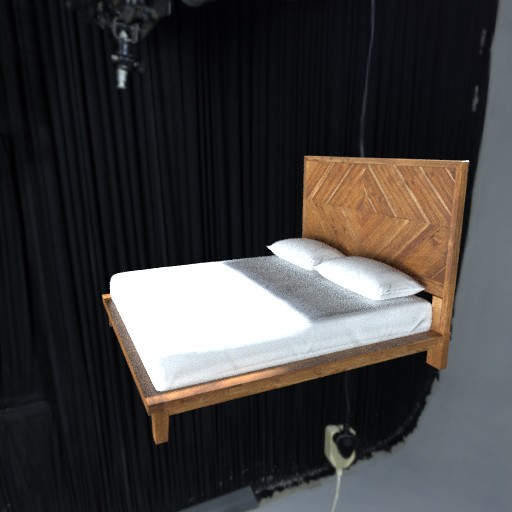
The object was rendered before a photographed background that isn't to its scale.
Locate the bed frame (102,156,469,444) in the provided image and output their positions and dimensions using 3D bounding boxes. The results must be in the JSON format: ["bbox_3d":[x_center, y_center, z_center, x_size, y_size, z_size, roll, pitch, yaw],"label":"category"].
[{"bbox_3d":[0.000,0.000,3.615,2.235,1.537,2.038,-6,15,-24],"label":"bed frame"}]
